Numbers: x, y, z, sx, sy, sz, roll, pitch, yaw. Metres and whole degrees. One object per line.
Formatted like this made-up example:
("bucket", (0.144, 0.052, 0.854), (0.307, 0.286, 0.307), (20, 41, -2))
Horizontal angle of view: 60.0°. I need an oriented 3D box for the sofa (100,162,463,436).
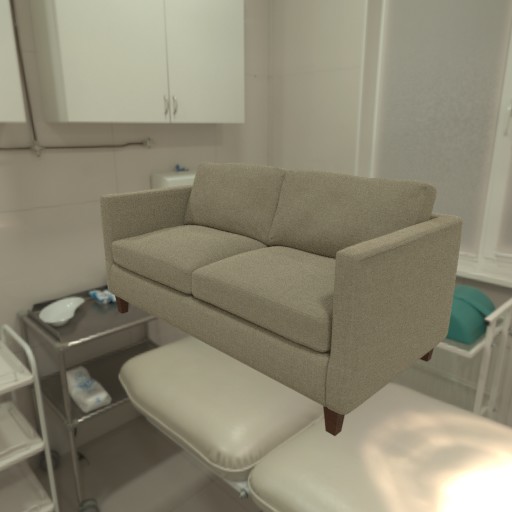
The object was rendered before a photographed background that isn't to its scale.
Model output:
("sofa", (0.000, 0.000, 2.491), (1.884, 0.947, 0.951), (16, 23, 43))
